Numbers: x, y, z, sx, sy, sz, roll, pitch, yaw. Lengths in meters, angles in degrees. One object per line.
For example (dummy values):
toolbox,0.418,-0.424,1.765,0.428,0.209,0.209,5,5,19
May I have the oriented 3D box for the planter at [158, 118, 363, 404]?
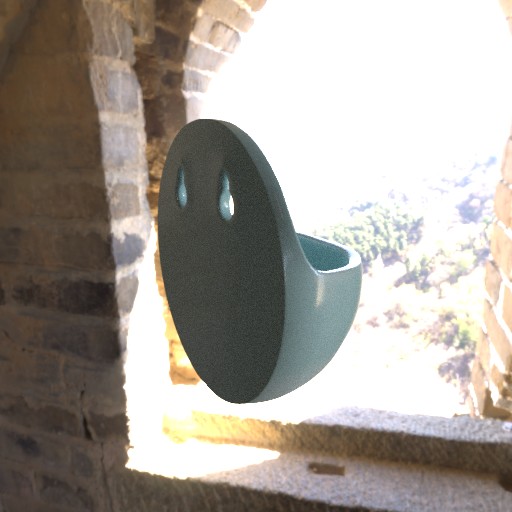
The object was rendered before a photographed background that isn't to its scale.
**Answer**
planter,0.000,0.000,0.280,0.073,0.164,0.189,-7,15,-29
